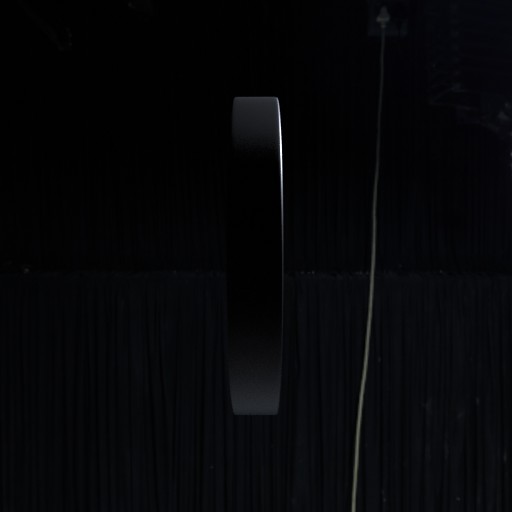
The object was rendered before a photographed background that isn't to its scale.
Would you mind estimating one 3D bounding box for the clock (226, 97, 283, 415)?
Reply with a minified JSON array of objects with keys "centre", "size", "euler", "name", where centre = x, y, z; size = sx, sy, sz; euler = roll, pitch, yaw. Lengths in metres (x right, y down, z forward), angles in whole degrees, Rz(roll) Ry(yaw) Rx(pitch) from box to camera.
[{"centre":[0.000,0.000,0.464],"size":[0.040,0.314,0.314],"euler":[0,1,0],"name":"clock"}]
